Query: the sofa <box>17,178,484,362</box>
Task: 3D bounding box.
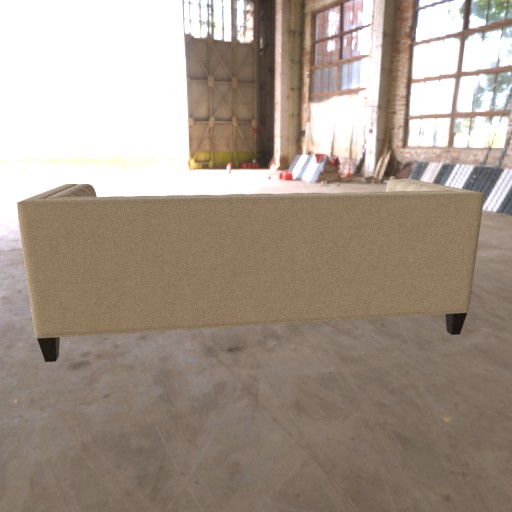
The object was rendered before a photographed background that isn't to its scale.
[{"bbox_3d":[0.000,0.000,2.476,2.159,0.762,0.775,-2,15,-8],"label":"sofa"}]
